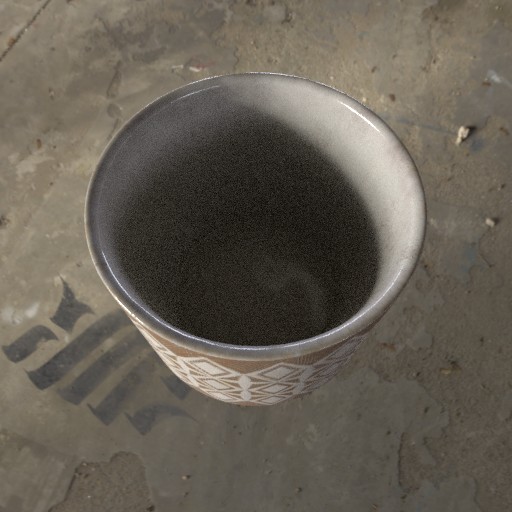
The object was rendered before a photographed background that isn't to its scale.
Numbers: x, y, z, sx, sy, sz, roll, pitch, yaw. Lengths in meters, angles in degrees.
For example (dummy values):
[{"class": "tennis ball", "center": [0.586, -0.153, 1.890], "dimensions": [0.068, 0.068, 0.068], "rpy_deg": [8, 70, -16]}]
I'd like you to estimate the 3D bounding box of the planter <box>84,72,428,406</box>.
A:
[{"class": "planter", "center": [0.000, 0.000, 0.326], "dimensions": [0.193, 0.165, 0.193], "rpy_deg": [0, 63, 0]}]
